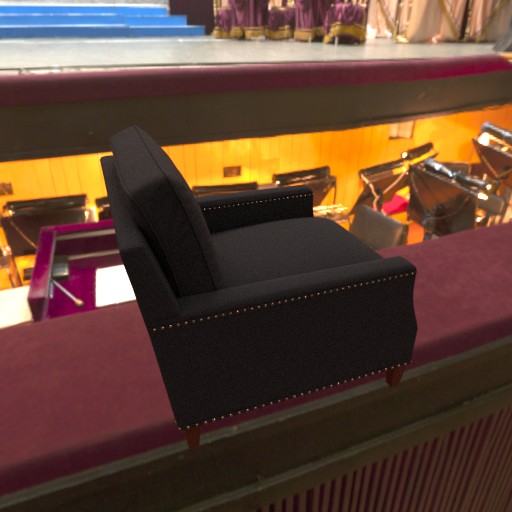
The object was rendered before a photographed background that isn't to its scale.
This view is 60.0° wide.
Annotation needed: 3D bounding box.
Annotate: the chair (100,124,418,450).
[{"bbox_3d":[0.000,0.000,1.726,1.014,0.943,0.853,-10,31,-18],"label":"chair"}]
